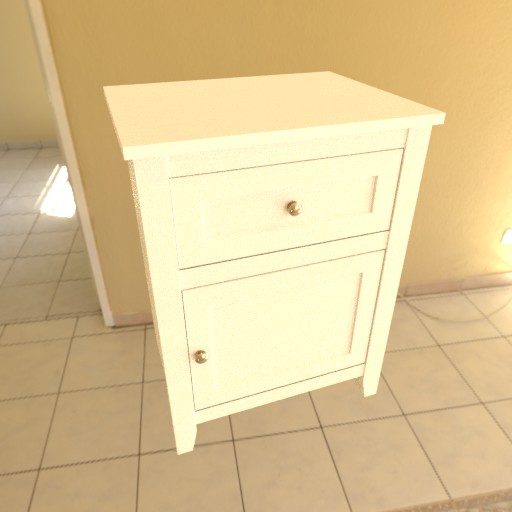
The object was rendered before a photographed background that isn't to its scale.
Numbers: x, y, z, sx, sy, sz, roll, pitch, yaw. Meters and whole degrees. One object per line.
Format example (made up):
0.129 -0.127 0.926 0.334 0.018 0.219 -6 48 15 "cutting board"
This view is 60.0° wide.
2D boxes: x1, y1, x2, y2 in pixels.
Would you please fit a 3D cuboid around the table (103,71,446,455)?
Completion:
0.000 0.000 0.925 0.480 0.635 0.381 -11 34 -17 "table"
